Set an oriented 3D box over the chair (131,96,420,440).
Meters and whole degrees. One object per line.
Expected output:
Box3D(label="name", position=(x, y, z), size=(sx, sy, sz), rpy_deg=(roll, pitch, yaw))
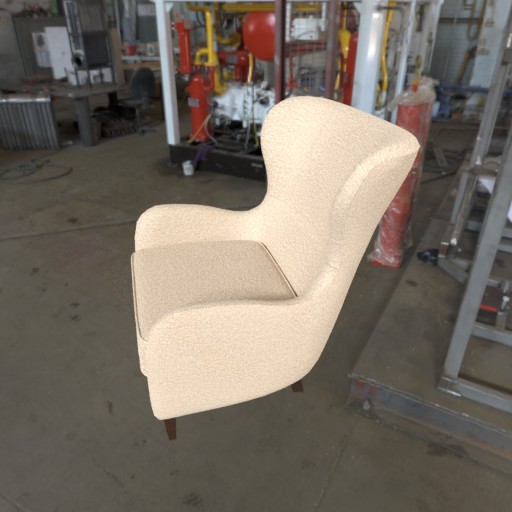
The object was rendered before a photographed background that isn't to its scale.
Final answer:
Box3D(label="chair", position=(0.000, 0.000, 1.762), size=(0.984, 1.064, 0.861), rpy_deg=(-8, 30, -14))
